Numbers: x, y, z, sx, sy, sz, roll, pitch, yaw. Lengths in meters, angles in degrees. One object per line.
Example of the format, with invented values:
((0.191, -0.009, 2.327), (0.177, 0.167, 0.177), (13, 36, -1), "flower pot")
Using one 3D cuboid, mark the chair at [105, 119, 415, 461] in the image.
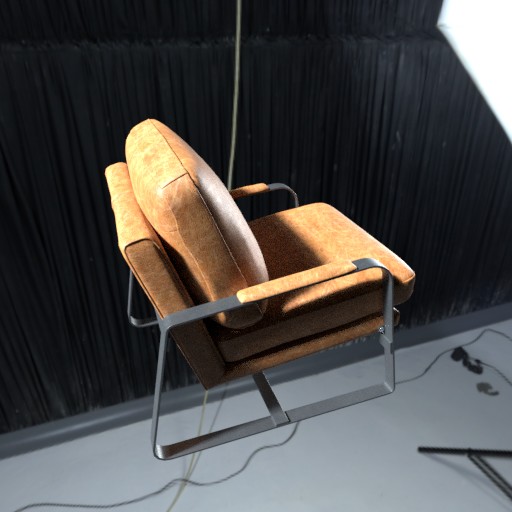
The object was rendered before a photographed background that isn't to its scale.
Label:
((0.000, 0.000, 1.370), (0.801, 0.777, 0.651), (-10, 31, -17), "chair")
